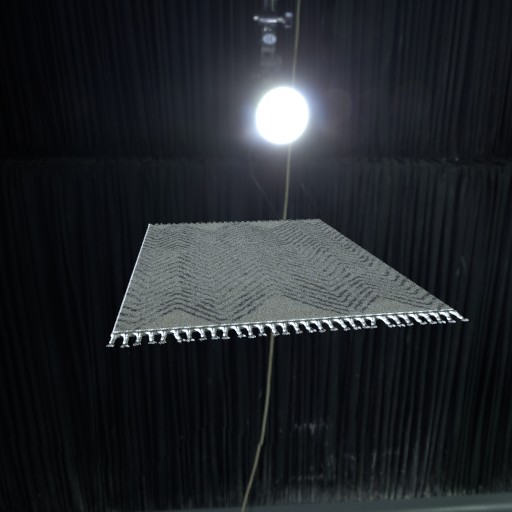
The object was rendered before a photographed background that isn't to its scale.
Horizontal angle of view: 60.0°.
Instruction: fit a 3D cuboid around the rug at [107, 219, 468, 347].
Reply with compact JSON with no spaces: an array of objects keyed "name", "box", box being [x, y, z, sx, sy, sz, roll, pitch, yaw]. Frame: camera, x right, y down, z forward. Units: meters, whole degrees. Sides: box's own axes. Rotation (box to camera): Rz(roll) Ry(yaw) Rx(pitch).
[{"name":"rug","box":[0.000,0.000,2.328,1.230,0.014,1.847,-3,16,-9]}]
